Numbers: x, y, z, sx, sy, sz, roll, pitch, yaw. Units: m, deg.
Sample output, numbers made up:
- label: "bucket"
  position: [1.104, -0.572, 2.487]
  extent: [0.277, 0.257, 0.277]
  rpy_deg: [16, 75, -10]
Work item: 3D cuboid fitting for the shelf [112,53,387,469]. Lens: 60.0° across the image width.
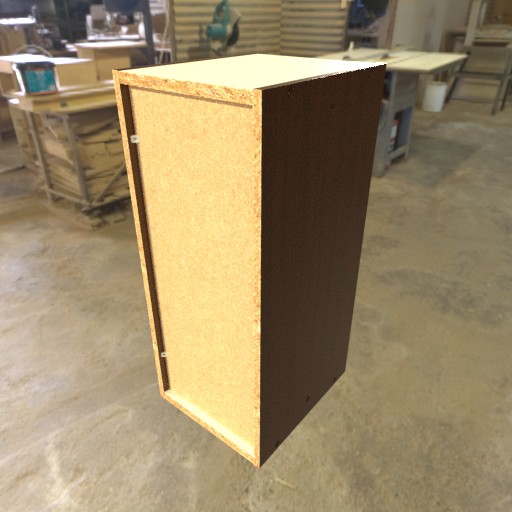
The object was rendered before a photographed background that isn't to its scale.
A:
- label: "shelf"
  position: [0.000, 0.000, 0.758]
  extent: [0.253, 0.600, 0.290]
  rpy_deg: [22, 36, 33]
